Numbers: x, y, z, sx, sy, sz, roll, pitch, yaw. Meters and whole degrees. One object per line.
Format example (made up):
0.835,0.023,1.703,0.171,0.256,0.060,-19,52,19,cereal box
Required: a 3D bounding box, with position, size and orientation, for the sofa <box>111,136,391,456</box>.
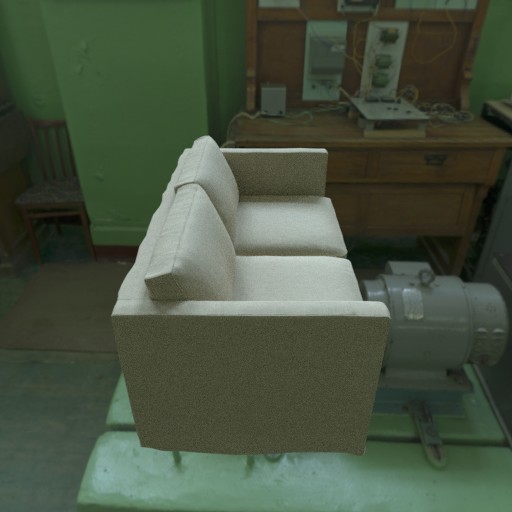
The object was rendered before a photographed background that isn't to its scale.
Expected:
0.000,0.000,2.301,0.962,0.835,1.719,0,32,0,sofa
